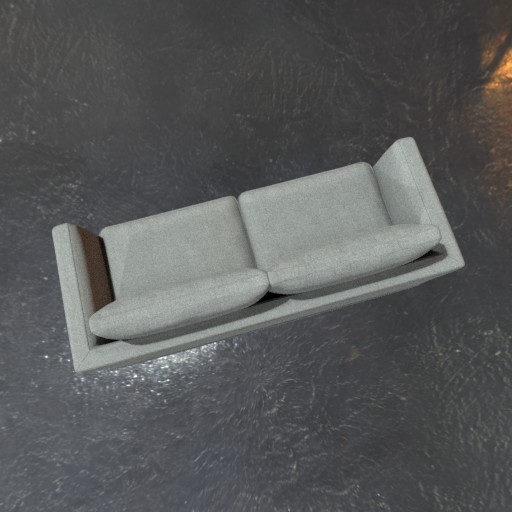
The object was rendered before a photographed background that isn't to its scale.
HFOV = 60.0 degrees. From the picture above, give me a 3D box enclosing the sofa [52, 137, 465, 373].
[{"bbox_3d":[0.000,0.000,2.740,2.212,1.002,0.869,-15,75,-4],"label":"sofa"}]
